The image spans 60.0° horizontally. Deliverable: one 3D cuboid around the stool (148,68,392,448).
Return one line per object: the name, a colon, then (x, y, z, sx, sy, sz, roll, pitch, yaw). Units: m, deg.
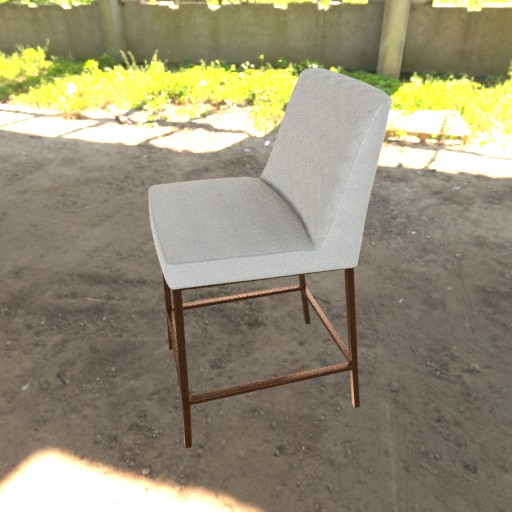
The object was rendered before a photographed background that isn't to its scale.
stool: (0.000, 0.000, 1.310, 0.576, 0.973, 0.507, -8, 32, -13)
